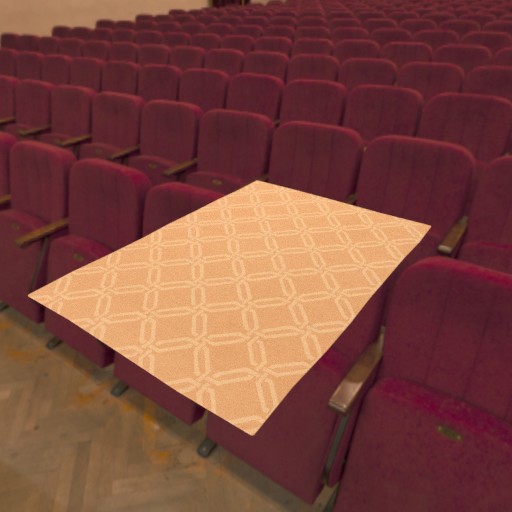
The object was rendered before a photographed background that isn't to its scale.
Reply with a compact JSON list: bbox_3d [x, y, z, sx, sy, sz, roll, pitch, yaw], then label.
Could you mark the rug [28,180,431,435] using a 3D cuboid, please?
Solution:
[{"bbox_3d":[0.000,0.000,2.747,1.524,0.013,2.135,20,36,30],"label":"rug"}]
